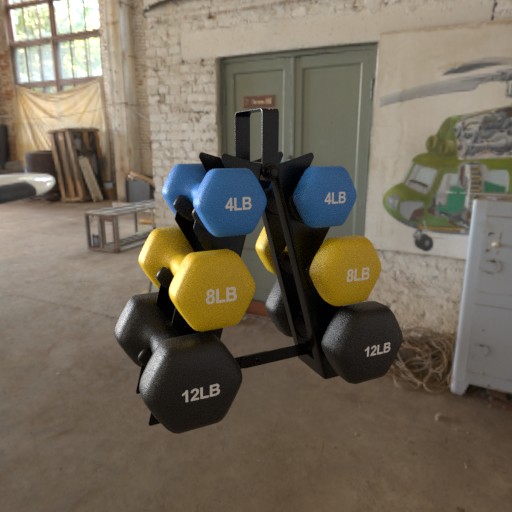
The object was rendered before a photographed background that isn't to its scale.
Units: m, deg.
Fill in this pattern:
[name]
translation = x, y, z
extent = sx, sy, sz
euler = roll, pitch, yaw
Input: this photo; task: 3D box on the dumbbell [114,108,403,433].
[dumbbell]
translation = 0.000, 0.000, 0.680
extent = 0.409, 0.426, 0.255
euler = -7, 16, -25
